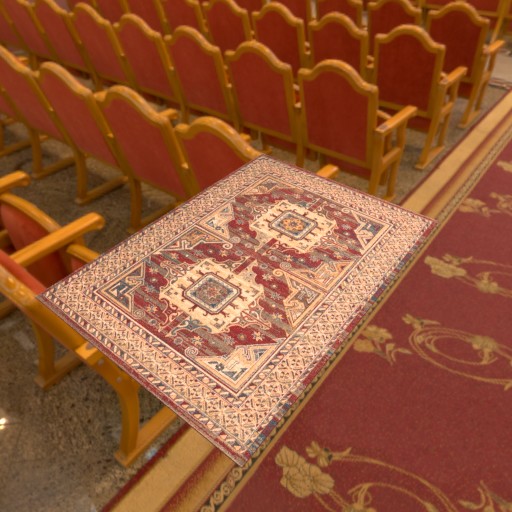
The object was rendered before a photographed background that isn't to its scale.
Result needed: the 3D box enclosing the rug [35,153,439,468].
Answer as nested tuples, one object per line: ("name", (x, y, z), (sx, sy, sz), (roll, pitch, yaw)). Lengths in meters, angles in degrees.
("rug", (0.000, 0.000, 2.907), (1.599, 0.011, 2.210), (28, 49, 28))
